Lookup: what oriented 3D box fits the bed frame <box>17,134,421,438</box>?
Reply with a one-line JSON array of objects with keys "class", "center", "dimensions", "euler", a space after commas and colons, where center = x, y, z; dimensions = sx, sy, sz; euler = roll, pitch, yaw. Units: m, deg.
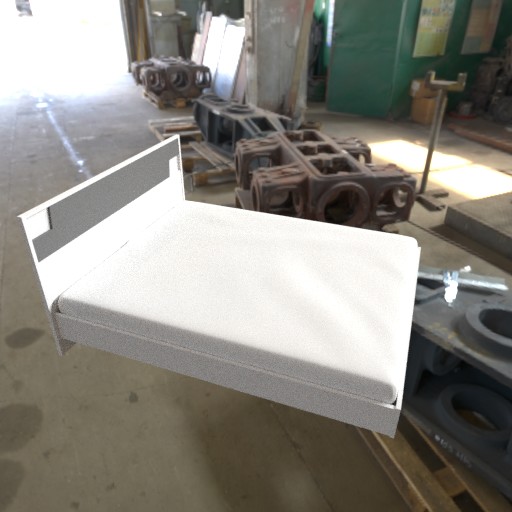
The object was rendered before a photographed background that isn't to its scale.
[{"class": "bed frame", "center": [0.000, 0.000, 3.004], "dimensions": [2.100, 1.001, 1.711], "euler": [11, 33, 18]}]
